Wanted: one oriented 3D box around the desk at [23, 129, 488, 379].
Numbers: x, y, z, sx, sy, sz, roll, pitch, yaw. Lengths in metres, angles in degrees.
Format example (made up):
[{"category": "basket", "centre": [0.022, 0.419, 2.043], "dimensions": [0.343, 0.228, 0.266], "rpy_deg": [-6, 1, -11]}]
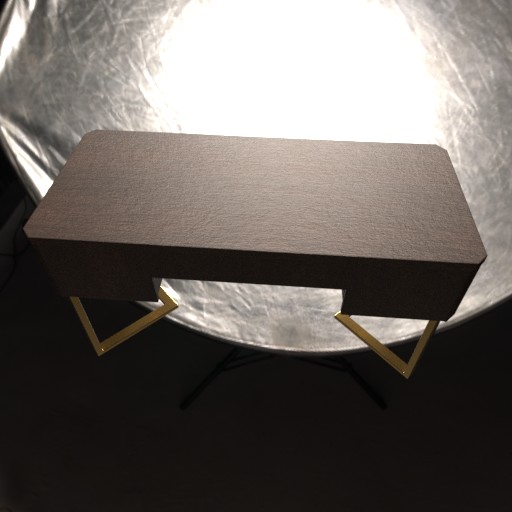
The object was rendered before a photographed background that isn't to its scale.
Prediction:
[{"category": "desk", "centre": [0.000, 0.000, 1.888], "dimensions": [1.479, 0.762, 0.684], "rpy_deg": [3, 46, 3]}]
